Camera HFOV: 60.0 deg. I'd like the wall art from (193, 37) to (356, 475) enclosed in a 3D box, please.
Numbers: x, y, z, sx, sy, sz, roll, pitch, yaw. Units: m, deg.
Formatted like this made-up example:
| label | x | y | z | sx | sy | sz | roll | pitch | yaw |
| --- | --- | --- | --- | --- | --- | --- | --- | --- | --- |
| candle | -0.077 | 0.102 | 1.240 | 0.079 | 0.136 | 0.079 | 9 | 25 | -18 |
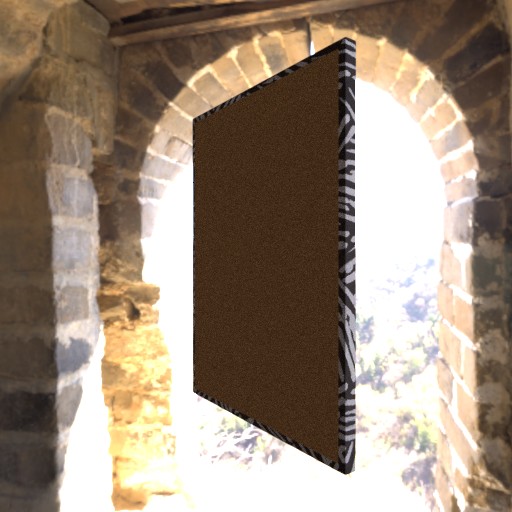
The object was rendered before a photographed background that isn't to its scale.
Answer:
| label | x | y | z | sx | sy | sz | roll | pitch | yaw |
| --- | --- | --- | --- | --- | --- | --- | --- | --- | --- |
| wall art | 0.000 | 0.000 | 1.346 | 0.038 | 1.017 | 0.765 | 0 | 0 | -35 |
